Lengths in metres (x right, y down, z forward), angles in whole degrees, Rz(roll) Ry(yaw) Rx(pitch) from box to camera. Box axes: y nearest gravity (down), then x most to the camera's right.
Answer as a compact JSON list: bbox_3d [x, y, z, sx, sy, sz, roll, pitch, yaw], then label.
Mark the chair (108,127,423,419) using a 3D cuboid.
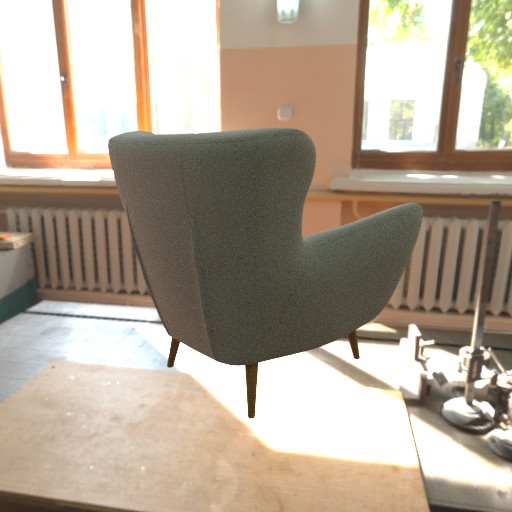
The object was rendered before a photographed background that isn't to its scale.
[{"bbox_3d":[0.000,0.000,1.631,0.889,0.889,0.890,-14,20,-43],"label":"chair"}]
